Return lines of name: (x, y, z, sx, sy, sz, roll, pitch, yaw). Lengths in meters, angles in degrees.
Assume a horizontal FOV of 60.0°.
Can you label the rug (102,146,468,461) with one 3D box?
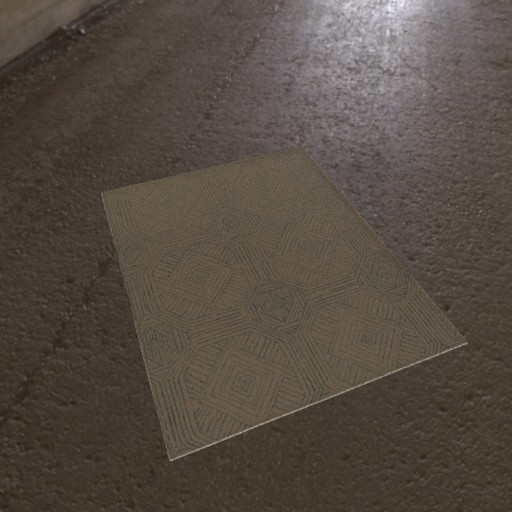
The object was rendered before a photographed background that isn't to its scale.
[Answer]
rug: (0.000, 0.000, 4.220, 2.457, 0.015, 3.049, -16, 49, -15)
